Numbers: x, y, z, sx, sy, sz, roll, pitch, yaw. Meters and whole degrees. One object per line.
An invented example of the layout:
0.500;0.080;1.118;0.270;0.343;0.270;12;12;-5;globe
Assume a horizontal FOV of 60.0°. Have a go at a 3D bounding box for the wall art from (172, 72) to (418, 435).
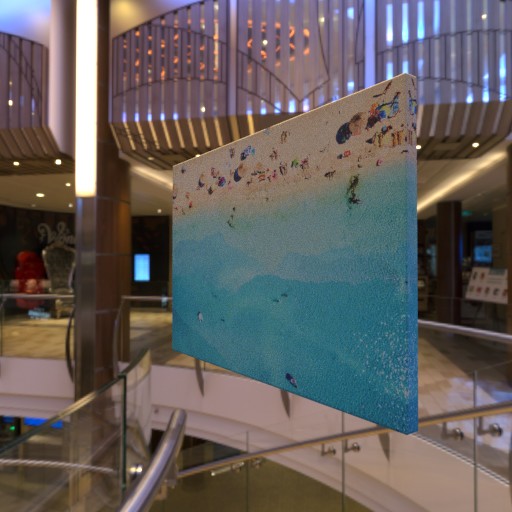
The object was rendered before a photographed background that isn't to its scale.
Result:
0.000;0.000;1.407;0.040;0.769;1.136;1;-1;-36;wall art
